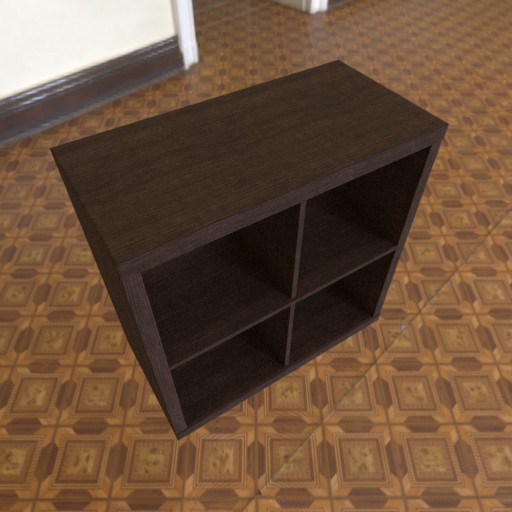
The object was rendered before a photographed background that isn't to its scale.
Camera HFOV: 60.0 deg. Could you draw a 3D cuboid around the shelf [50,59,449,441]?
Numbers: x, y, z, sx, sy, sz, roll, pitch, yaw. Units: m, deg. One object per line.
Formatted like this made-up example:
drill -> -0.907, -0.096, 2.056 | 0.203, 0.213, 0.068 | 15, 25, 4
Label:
shelf -> 0.000, 0.000, 1.264 | 0.790, 0.786, 0.390 | -25, 53, -21
